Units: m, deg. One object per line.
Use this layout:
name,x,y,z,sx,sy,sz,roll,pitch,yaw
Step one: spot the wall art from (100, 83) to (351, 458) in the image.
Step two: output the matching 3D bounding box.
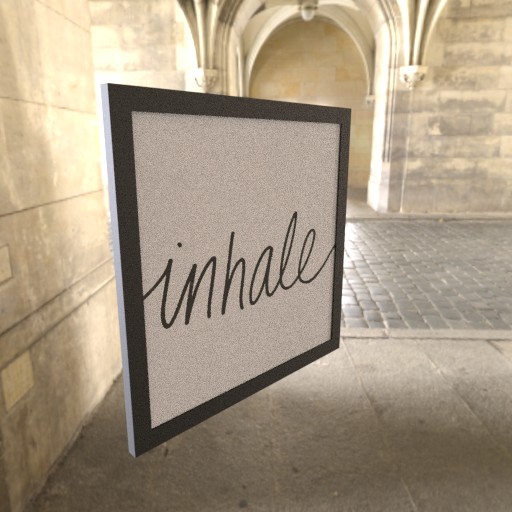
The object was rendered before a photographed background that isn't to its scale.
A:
wall art,0.000,0.000,0.530,0.356,0.356,0.013,-14,19,-43
